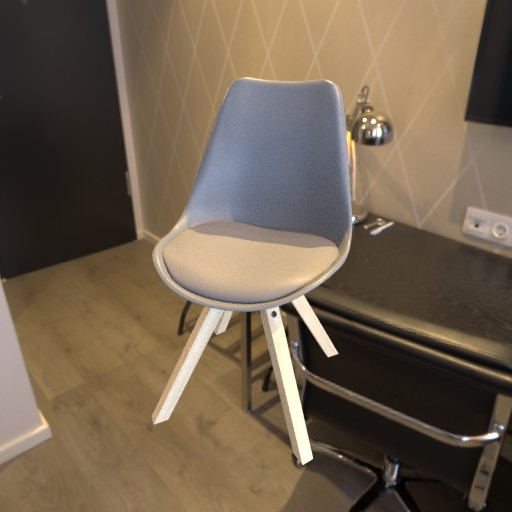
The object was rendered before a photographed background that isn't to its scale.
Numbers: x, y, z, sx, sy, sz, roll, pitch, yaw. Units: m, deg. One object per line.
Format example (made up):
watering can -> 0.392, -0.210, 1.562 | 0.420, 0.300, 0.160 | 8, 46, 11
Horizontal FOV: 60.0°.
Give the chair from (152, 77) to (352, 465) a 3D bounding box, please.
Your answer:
chair -> 0.000, 0.000, 1.189 | 0.485, 0.850, 0.550 | 8, 28, 16
